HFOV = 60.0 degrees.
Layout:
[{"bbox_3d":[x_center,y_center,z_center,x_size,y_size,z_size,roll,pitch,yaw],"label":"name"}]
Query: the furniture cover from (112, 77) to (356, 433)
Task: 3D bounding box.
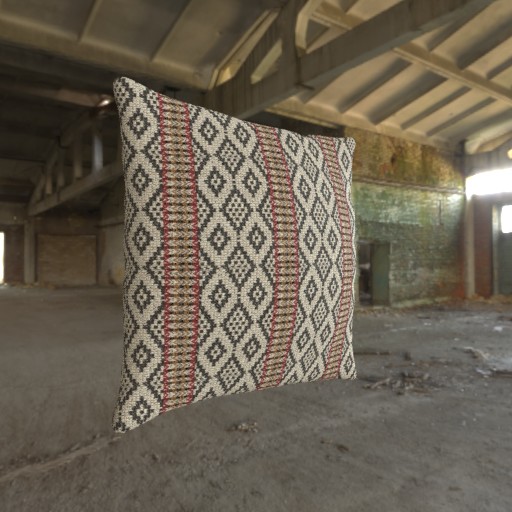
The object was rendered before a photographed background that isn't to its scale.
[{"bbox_3d":[0.000,0.000,0.778,0.503,0.506,0.182,1,-1,-37],"label":"furniture cover"}]
